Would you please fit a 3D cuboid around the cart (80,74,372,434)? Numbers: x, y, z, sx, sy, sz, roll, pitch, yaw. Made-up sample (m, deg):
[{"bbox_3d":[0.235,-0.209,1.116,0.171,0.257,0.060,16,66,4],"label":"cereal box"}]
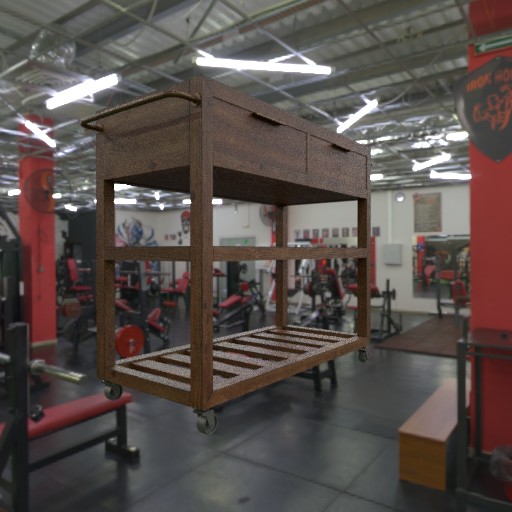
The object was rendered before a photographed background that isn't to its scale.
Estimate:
[{"bbox_3d":[0.000,0.000,1.490,0.445,0.830,1.065,1,1,38],"label":"cart"}]
